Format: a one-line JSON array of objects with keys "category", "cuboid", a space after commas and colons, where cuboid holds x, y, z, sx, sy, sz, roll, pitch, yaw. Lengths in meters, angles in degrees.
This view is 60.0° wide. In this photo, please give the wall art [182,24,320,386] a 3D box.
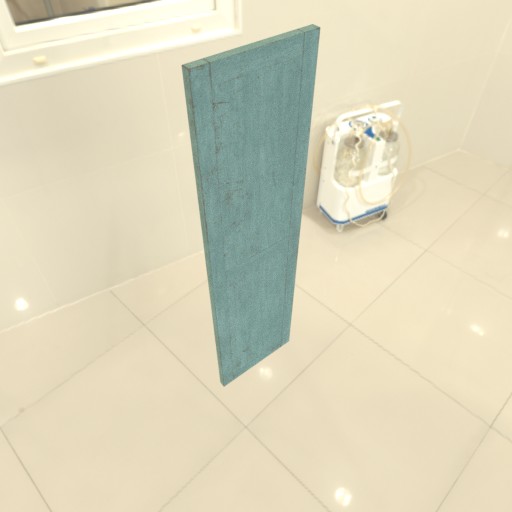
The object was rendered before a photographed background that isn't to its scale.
[{"category": "wall art", "cuboid": [0.000, 0.000, 1.320, 0.329, 1.219, 0.025, -30, 53, -25]}]
